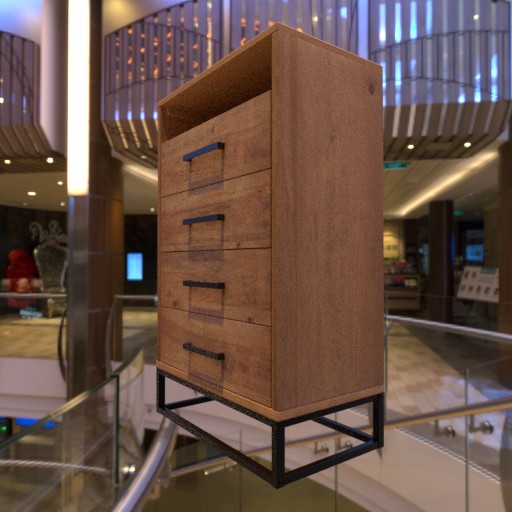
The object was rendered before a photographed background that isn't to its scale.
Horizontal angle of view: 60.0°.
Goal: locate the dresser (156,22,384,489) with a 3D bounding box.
[{"bbox_3d":[0.000,0.000,1.604,0.479,1.240,0.761,1,-1,-37],"label":"dresser"}]
